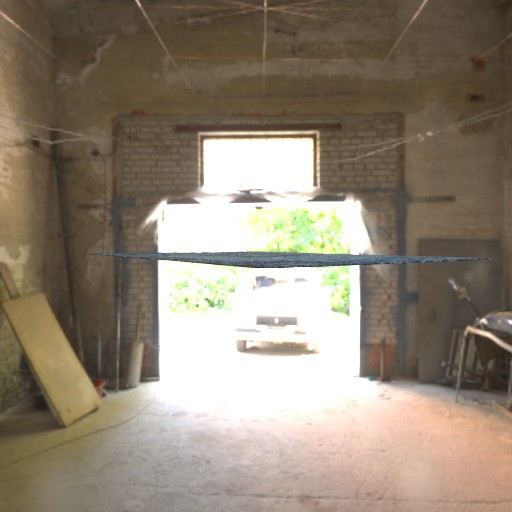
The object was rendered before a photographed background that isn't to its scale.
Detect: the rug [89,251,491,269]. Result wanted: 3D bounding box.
[{"bbox_3d":[0.000,0.000,2.324,1.219,0.005,1.828,-1,2,-35],"label":"rug"}]
